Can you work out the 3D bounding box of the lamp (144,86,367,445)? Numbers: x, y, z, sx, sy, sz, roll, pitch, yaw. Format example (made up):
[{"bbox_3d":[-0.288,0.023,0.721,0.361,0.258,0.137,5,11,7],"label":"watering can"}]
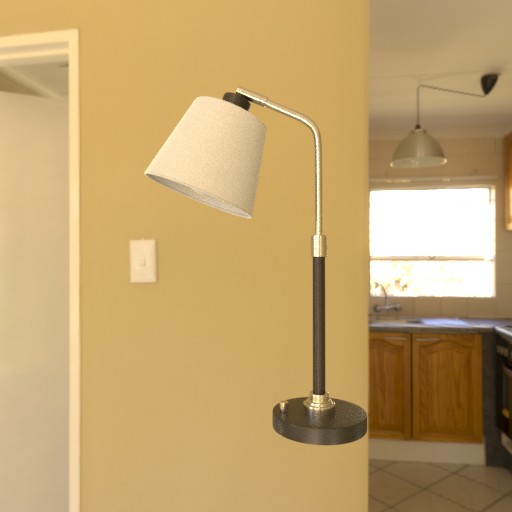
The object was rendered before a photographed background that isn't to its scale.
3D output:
[{"bbox_3d":[0.000,0.000,0.702,0.348,0.539,0.181,0,0,-1],"label":"lamp"}]
